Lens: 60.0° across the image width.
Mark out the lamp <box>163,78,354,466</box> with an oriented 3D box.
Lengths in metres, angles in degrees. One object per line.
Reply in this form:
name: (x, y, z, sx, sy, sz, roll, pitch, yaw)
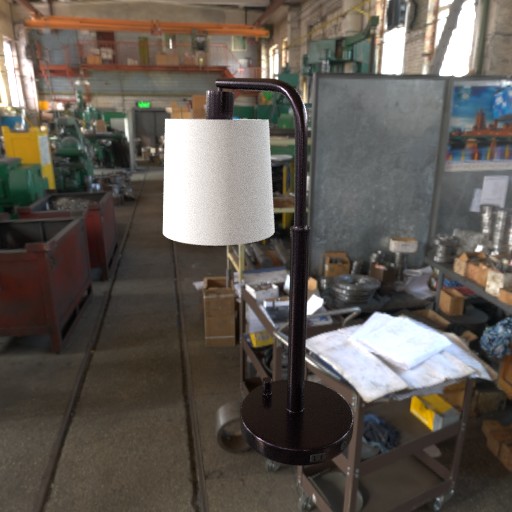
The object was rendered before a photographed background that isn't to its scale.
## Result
lamp: (0.000, 0.000, 0.641, 0.333, 0.489, 0.171, 16, 23, 43)
